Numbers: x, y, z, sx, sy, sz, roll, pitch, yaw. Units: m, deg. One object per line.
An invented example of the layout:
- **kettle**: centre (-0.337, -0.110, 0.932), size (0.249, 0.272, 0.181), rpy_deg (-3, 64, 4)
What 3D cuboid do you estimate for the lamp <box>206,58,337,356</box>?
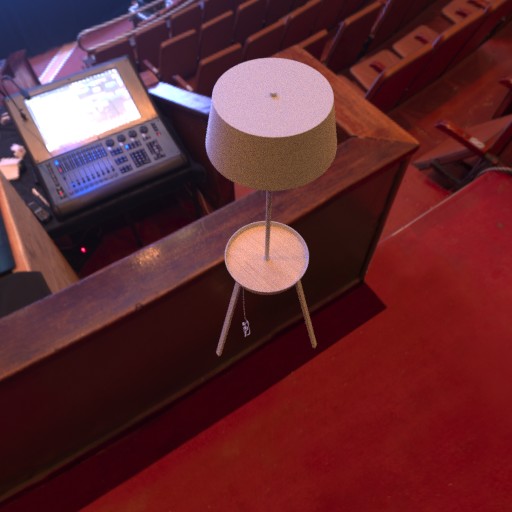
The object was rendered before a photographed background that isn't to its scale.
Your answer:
- **lamp**: centre (0.000, 0.000, 1.682), size (0.468, 1.429, 0.508), rpy_deg (-31, 63, -18)
